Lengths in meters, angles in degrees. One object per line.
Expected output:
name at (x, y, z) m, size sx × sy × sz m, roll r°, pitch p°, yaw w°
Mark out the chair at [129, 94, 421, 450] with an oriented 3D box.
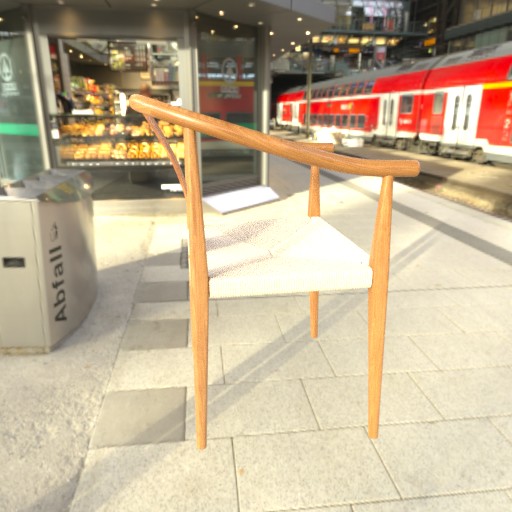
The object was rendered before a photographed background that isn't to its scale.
chair at (0.000, 0.000, 1.172) m, size 0.579 × 0.800 × 0.556 m, roll -3°, pitch 18°, yaw -9°
